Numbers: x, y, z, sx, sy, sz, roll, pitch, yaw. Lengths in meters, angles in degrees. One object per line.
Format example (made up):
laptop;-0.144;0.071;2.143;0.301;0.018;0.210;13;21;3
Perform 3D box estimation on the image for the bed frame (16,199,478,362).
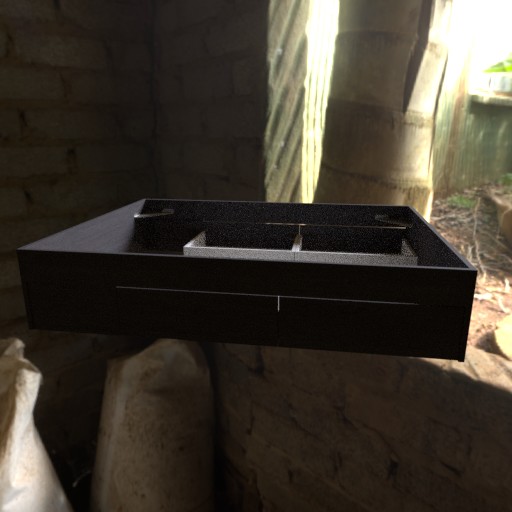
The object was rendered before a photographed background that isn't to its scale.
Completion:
bed frame;0.000;0.000;2.579;1.944;0.459;1.448;3;17;9
